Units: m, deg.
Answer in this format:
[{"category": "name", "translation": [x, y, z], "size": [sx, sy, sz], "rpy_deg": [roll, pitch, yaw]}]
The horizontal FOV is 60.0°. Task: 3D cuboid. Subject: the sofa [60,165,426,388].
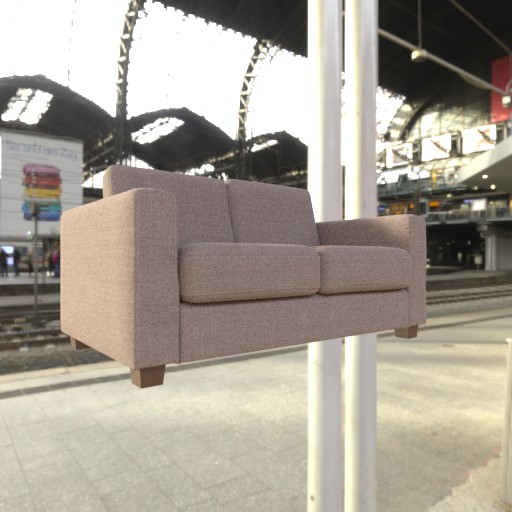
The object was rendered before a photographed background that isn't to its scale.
[{"category": "sofa", "translation": [0.000, 0.000, 2.050], "size": [1.520, 0.800, 0.900], "rpy_deg": [0, 0, -37]}]
